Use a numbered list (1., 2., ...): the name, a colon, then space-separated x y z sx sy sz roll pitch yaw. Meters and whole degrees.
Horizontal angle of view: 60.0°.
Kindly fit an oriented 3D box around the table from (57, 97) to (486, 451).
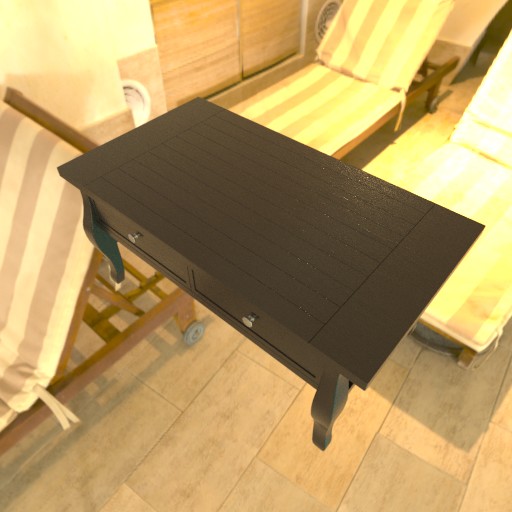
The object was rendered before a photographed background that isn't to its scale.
1. table: 0.000 0.000 1.406 1.062 0.494 0.600 32 54 27
